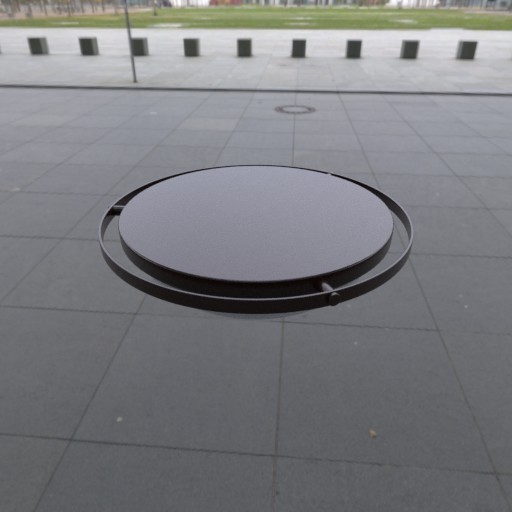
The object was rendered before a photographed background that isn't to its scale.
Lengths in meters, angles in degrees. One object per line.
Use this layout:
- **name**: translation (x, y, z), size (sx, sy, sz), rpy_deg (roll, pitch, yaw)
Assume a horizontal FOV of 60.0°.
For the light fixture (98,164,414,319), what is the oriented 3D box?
- **light fixture**: translation (0.000, 0.000, 0.560), size (0.361, 0.130, 0.361), rpy_deg (0, 30, 0)
